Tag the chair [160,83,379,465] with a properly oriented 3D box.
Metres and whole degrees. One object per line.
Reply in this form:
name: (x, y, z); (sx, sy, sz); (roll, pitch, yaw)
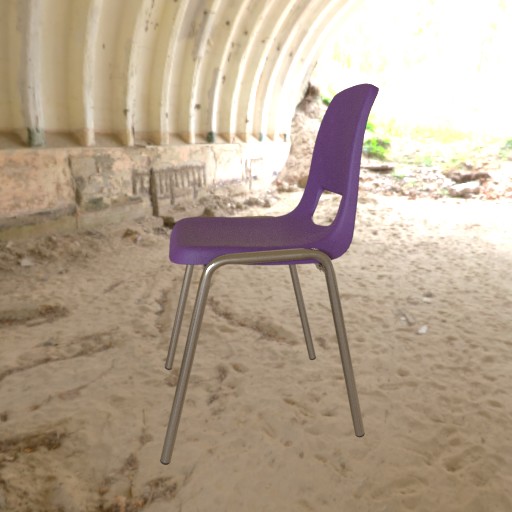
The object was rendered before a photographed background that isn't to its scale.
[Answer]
chair: (0.000, 0.000, 0.961); (0.432, 0.704, 0.381); (-3, 15, -10)
